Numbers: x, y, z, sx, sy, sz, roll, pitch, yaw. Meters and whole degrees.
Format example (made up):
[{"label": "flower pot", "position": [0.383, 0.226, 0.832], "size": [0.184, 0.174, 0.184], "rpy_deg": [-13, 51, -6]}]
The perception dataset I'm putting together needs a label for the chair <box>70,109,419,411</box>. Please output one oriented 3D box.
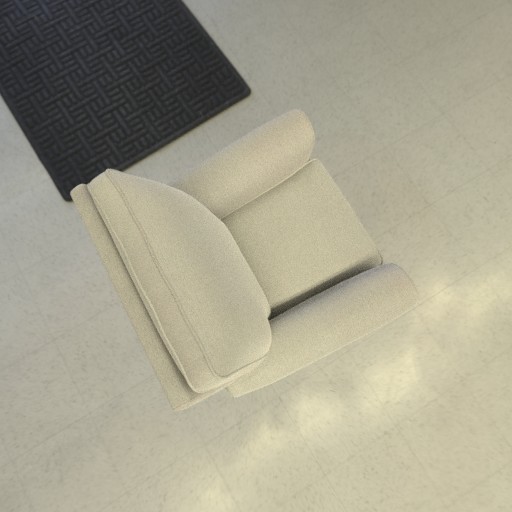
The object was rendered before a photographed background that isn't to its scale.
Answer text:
[{"label": "chair", "position": [0.000, 0.000, 1.653], "size": [0.878, 0.960, 0.890], "rpy_deg": [-28, 77, -7]}]
